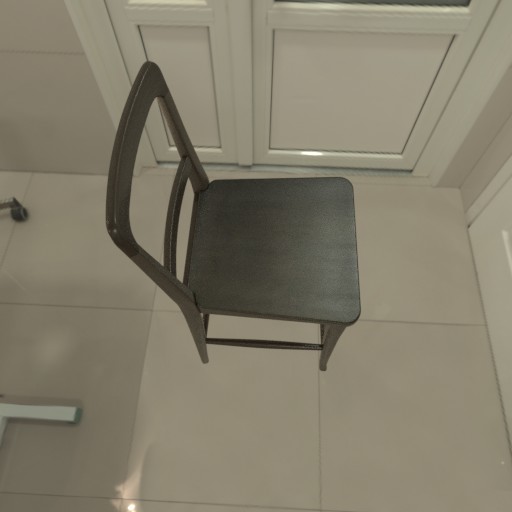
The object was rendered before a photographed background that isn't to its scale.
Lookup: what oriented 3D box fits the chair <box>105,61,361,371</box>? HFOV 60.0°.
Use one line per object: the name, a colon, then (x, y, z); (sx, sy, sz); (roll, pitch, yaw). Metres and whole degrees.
chair: (0.000, 0.000, 1.283); (0.546, 0.991, 0.450); (2, 63, 1)
